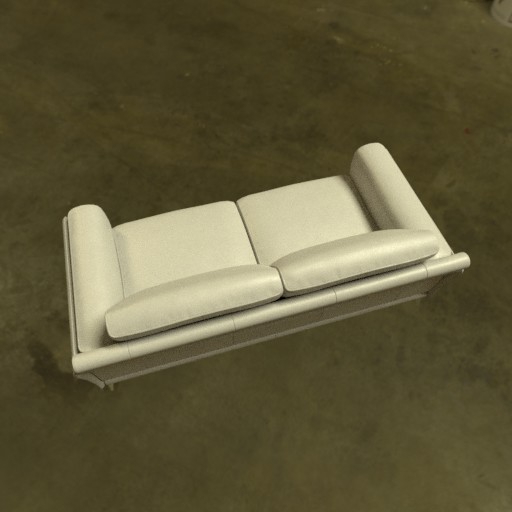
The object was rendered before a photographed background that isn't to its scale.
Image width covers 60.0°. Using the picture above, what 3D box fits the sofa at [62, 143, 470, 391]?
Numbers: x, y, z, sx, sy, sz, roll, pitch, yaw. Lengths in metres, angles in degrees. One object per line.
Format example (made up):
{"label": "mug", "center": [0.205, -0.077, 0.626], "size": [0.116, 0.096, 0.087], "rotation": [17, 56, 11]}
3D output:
{"label": "sofa", "center": [0.000, 0.000, 2.610], "size": [2.101, 0.930, 1.049], "rotation": [-14, 58, -9]}
